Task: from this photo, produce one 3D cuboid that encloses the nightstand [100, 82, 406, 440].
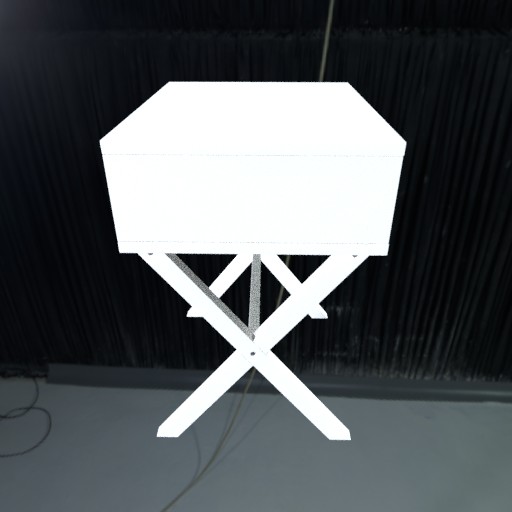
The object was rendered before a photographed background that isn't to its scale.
[{"bbox_3d":[0.000,0.000,0.942,0.402,0.623,0.479,1,30,1],"label":"nightstand"}]
